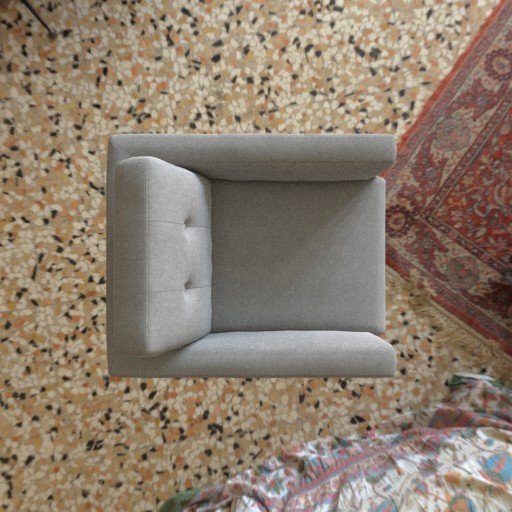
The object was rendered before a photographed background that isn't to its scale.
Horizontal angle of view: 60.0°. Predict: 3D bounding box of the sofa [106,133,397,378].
[{"bbox_3d":[0.000,0.000,1.571,0.920,0.860,0.770,0,90,0],"label":"sofa"}]
